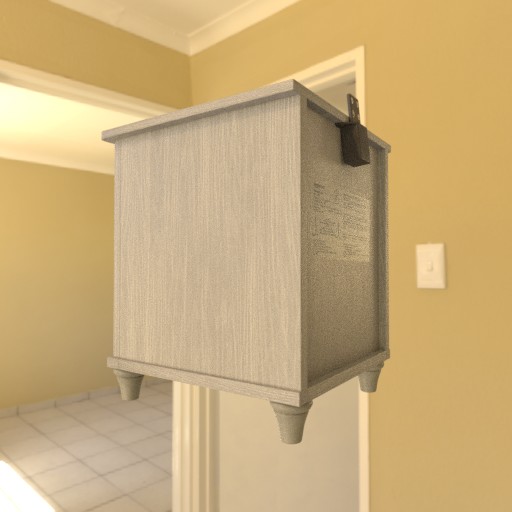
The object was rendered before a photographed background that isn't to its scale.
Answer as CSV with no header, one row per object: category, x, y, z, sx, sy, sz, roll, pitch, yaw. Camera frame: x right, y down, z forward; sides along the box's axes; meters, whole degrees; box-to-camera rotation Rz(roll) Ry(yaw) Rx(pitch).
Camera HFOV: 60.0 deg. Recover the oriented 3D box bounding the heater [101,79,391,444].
heater,0.000,0.000,0.771,0.400,0.481,0.362,-1,-1,35
